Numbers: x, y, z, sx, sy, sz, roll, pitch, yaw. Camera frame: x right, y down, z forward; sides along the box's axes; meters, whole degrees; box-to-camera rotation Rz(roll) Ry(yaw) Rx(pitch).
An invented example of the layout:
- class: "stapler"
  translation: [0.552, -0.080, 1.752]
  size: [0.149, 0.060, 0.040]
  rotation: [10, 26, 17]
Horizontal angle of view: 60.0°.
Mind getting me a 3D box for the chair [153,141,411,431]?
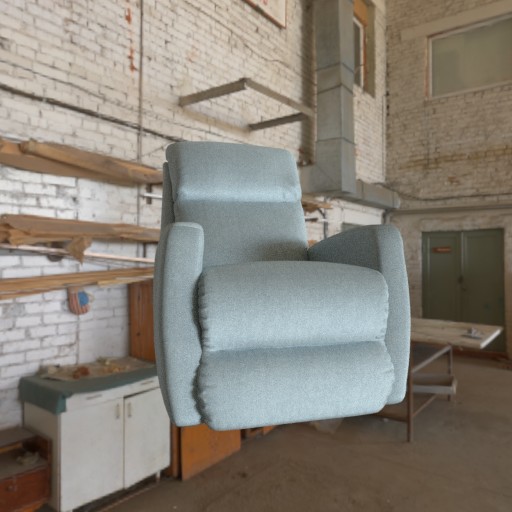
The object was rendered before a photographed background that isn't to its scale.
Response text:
- class: "chair"
  translation: [0.000, 0.000, 1.688]
  size: [0.794, 1.016, 0.940]
  rotation: [0, -1, -17]
